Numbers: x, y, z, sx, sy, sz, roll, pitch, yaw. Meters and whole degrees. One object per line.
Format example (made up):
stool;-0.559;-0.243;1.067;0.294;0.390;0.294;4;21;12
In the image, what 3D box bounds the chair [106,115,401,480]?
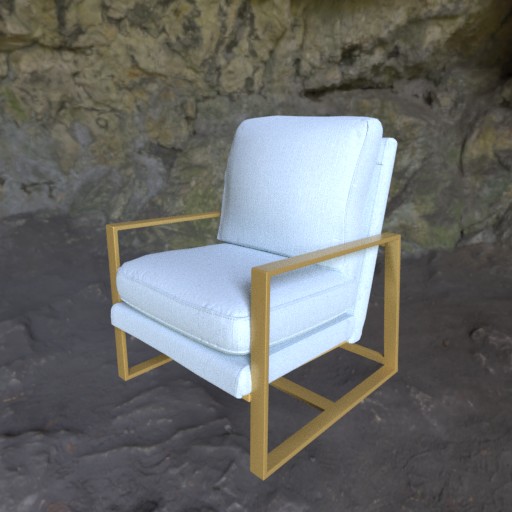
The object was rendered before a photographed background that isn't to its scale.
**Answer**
chair;0.000;0.000;1.565;0.758;0.956;0.813;15;22;42
